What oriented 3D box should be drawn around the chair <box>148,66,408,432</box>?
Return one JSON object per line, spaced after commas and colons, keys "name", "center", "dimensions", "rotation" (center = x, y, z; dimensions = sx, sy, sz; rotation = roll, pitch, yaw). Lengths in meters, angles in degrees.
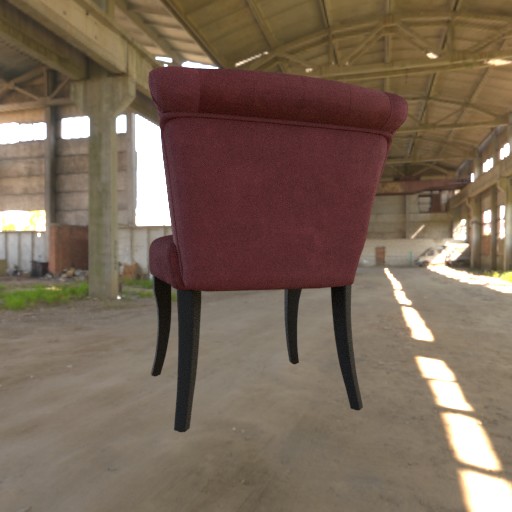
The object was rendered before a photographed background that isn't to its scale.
{"name": "chair", "center": [0.000, 0.000, 1.163], "dimensions": [0.582, 0.750, 0.605], "rotation": [0, 1, -18]}
